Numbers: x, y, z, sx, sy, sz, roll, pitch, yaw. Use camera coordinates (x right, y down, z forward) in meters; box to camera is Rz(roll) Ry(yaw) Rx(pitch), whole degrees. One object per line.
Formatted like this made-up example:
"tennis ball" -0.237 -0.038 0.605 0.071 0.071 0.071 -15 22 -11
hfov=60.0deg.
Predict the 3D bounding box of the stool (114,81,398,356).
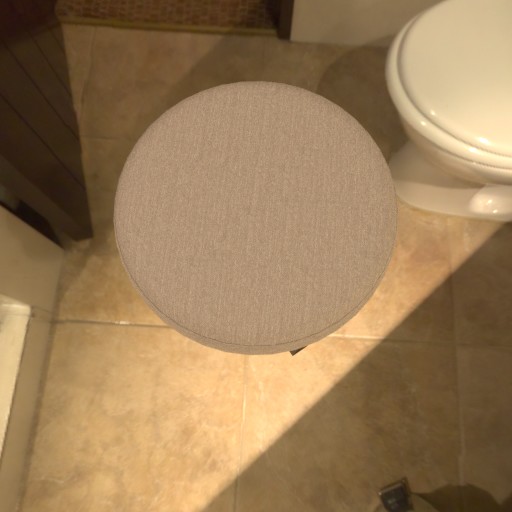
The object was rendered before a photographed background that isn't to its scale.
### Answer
"stool" 0.000 0.000 0.960 0.443 0.672 0.443 0 75 0
